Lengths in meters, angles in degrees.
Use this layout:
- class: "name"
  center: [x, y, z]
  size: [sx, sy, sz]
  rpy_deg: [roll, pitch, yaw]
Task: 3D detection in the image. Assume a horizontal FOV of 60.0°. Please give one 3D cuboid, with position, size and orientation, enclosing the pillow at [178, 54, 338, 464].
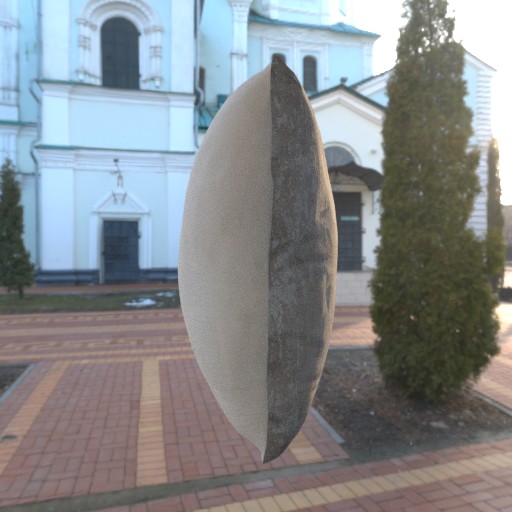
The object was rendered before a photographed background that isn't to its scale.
- class: "pillow"
  center: [0.000, 0.000, 0.701]
  size: [0.245, 0.448, 0.450]
  rpy_deg: [0, 0, -1]
